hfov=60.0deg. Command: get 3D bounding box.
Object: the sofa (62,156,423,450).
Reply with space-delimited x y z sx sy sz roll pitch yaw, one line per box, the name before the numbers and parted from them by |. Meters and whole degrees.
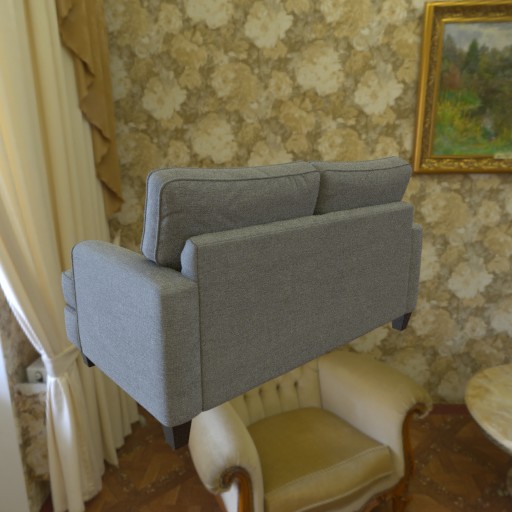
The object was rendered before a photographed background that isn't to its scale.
sofa | 0.000 0.000 2.233 1.651 0.965 0.965 -13 19 -41
